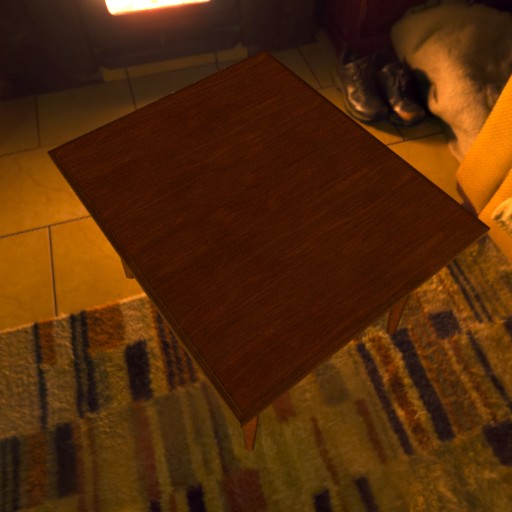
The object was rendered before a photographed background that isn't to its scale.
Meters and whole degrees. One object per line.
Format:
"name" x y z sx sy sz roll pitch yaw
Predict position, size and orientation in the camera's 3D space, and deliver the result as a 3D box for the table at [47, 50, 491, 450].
"table" 0.000 0.000 1.586 0.838 0.761 0.991 -33 64 -18
